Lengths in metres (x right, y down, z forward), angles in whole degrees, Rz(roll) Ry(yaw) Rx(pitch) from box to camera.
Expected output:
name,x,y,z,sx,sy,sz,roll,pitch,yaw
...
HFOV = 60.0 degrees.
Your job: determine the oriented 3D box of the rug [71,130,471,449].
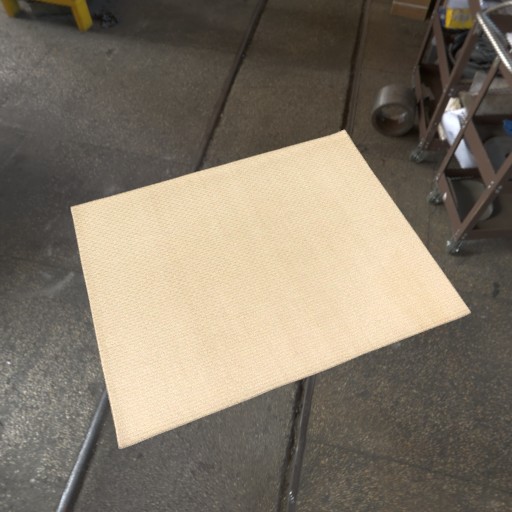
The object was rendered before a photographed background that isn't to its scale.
name,x,y,z,sx,sy,sz,roll,pitch,yaw
rug,0.000,0.000,3.896,2.897,0.035,2.277,-18,60,-11
